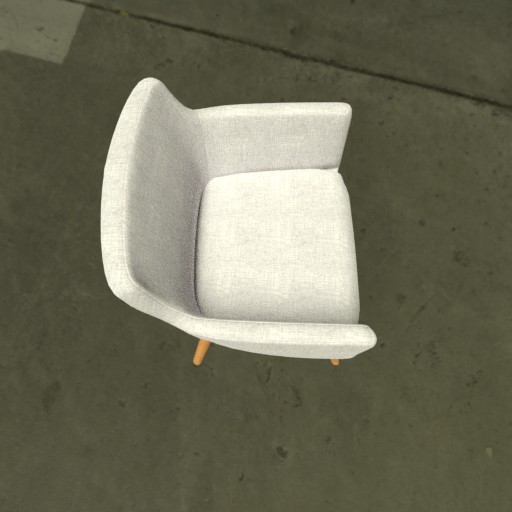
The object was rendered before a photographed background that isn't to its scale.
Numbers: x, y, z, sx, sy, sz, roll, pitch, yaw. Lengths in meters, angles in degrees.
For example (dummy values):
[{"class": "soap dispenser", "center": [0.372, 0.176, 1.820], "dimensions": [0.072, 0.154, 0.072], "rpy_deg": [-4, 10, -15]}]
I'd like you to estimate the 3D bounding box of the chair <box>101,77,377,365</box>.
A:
[{"class": "chair", "center": [0.000, 0.000, 1.133], "dimensions": [0.540, 0.780, 0.570], "rpy_deg": [0, 66, 0]}]
